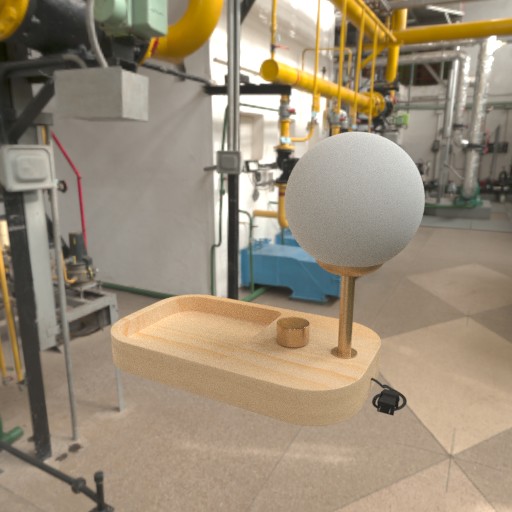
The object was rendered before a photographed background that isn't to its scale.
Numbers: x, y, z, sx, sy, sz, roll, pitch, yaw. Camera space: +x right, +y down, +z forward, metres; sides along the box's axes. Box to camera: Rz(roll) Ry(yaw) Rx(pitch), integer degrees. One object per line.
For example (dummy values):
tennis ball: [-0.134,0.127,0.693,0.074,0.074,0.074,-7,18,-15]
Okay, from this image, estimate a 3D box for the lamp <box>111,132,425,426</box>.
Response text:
lamp: [0.000,0.000,0.473,0.331,0.253,0.173,7,16,27]
